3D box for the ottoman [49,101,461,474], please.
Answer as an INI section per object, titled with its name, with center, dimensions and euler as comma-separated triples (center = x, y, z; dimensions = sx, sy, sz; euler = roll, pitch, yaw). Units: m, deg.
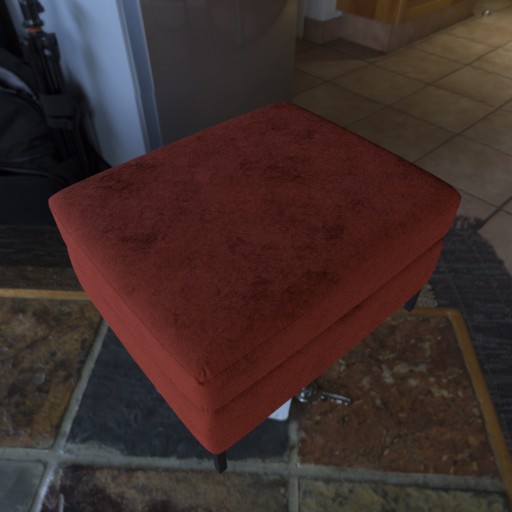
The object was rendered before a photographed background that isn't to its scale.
[ottoman]
center = 0.000, 0.000, 1.174
dimensions = 0.782, 0.462, 0.650
euler = -31, 53, -27
